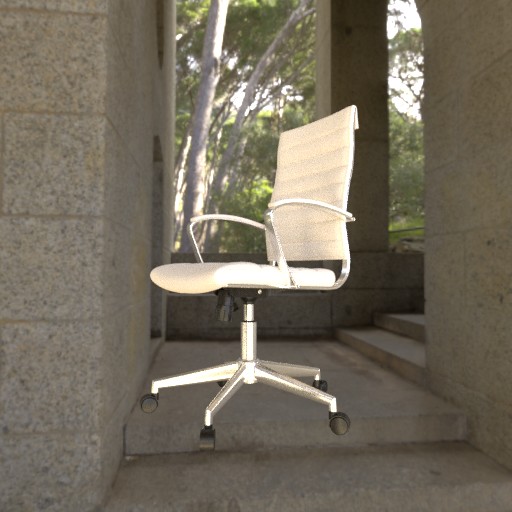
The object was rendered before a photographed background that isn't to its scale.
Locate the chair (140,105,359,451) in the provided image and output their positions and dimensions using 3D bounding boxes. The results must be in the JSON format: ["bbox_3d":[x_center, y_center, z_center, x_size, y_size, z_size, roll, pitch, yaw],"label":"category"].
[{"bbox_3d":[0.000,0.000,1.669,0.739,1.149,0.766,1,-2,-36],"label":"chair"}]
